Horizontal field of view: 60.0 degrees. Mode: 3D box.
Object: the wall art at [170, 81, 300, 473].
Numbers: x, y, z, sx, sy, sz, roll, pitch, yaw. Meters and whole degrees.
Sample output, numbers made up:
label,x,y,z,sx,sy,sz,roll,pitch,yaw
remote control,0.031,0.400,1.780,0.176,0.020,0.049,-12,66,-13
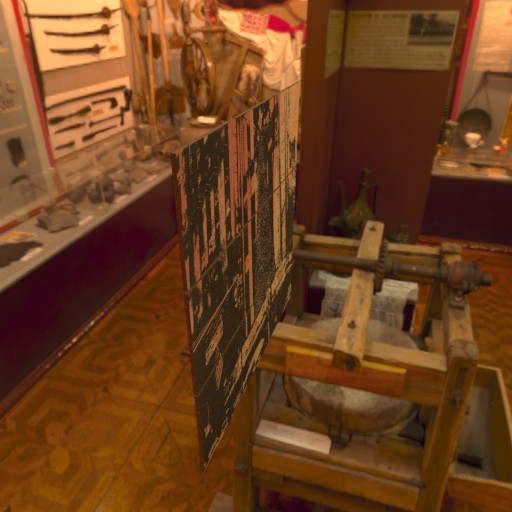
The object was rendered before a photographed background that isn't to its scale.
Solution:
label,x,y,z,sx,sy,sz,roll,pitch,yaw
wall art,0.000,0.000,1.404,0.010,0.917,0.919,10,31,17
